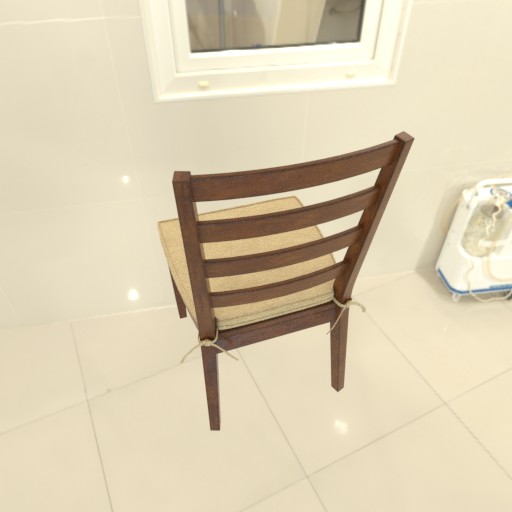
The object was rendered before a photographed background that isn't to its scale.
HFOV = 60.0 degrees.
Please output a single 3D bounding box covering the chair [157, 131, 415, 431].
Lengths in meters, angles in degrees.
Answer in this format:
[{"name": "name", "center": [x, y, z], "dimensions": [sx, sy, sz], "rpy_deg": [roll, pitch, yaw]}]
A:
[{"name": "chair", "center": [0.000, 0.000, 1.365], "dimensions": [0.593, 0.979, 0.595], "rpy_deg": [-13, 44, -14]}]
